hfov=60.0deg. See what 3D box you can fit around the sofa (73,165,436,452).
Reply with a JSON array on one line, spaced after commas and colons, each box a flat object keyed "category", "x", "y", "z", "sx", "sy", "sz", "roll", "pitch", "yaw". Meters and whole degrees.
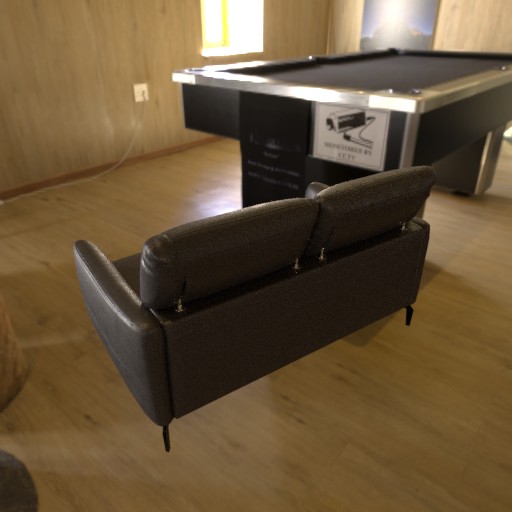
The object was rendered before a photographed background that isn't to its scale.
[{"category": "sofa", "x": 0.000, "y": 0.000, "z": 2.228, "sx": 1.596, "sy": 0.920, "sz": 0.958, "roll": -18, "pitch": 34, "yaw": -29}]
